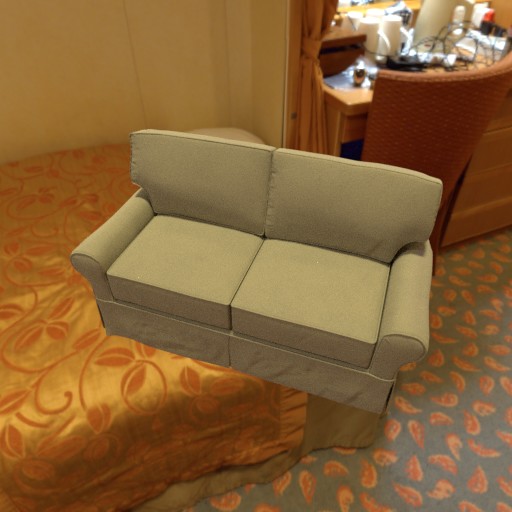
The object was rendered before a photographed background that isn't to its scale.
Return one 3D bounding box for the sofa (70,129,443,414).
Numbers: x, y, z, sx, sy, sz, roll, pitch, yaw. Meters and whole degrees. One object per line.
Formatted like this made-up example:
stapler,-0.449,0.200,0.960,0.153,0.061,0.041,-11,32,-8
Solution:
sofa,0.000,0.000,2.402,1.823,1.024,0.841,13,43,14
